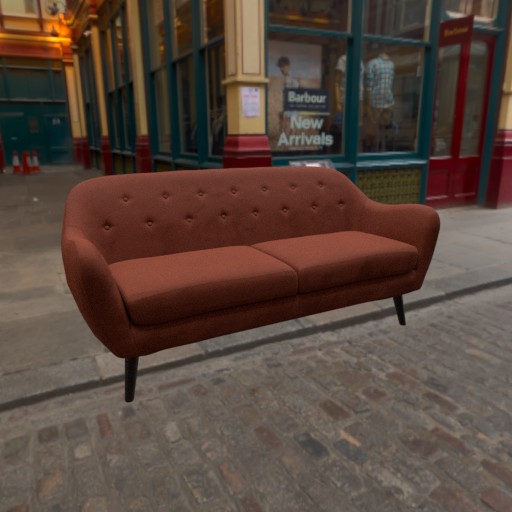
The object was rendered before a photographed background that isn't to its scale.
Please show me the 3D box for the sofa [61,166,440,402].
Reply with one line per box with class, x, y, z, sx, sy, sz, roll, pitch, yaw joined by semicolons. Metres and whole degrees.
sofa;0.000;0.000;2.296;1.840;0.836;0.820;-8;18;-27
